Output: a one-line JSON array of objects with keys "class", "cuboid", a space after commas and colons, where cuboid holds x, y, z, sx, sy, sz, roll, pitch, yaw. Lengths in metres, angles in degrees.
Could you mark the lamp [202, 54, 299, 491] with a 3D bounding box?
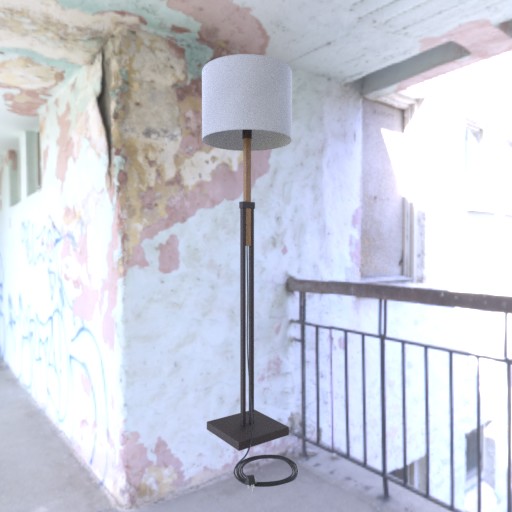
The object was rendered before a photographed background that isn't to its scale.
[{"class": "lamp", "cuboid": [0.000, 0.000, 1.911, 0.474, 1.650, 0.639, -1, 1, -36]}]
